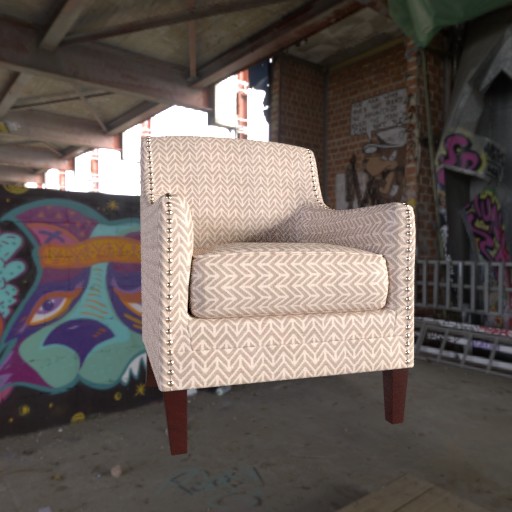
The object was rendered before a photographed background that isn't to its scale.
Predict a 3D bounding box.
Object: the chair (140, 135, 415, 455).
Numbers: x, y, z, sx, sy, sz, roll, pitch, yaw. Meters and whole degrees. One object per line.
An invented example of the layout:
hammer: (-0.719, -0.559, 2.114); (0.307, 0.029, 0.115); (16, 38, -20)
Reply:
chair: (0.000, 0.000, 1.292); (0.623, 0.816, 0.651); (0, 1, -18)
